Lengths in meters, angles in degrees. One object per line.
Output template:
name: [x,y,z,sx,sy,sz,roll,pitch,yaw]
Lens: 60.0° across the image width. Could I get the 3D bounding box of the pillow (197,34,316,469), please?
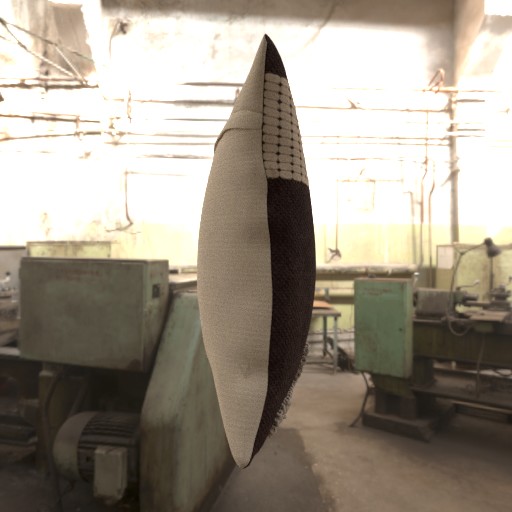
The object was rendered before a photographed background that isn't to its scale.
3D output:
pillow: [0.000,0.000,0.702,0.178,0.473,0.475,0,0,-1]
